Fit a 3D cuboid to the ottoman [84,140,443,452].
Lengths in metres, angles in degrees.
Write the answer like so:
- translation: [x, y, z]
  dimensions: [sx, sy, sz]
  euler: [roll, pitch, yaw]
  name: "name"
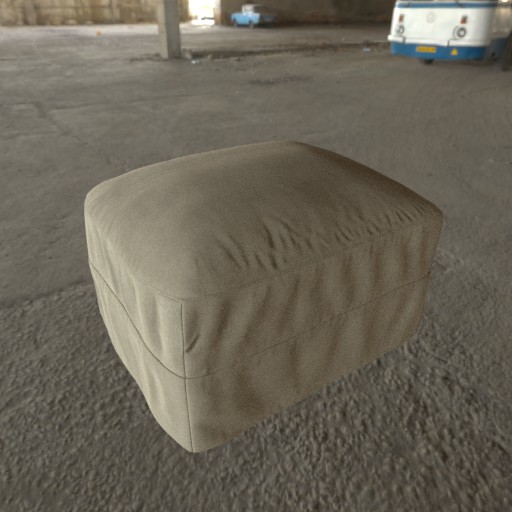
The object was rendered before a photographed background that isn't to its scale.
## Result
- translation: [0.000, 0.000, 1.089]
  dimensions: [0.712, 0.480, 0.584]
  euler: [-19, 35, -29]
  name: "ottoman"
